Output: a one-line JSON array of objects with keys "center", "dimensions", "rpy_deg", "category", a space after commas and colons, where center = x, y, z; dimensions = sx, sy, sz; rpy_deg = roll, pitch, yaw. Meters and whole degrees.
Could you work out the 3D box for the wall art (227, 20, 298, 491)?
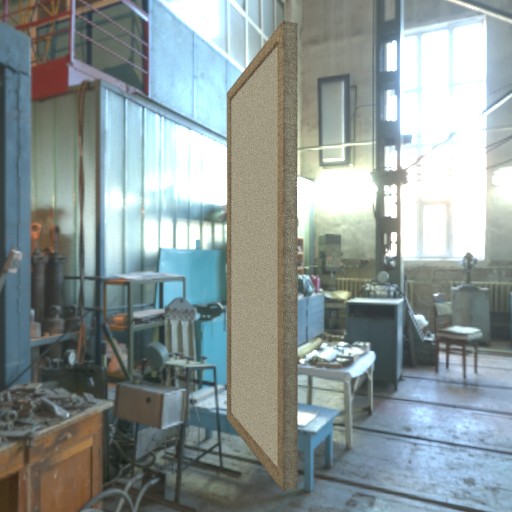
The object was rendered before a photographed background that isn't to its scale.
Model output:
[{"center": [0.000, 0.000, 1.688], "dimensions": [0.051, 1.461, 0.648], "rpy_deg": [0, 0, -19], "category": "wall art"}]
